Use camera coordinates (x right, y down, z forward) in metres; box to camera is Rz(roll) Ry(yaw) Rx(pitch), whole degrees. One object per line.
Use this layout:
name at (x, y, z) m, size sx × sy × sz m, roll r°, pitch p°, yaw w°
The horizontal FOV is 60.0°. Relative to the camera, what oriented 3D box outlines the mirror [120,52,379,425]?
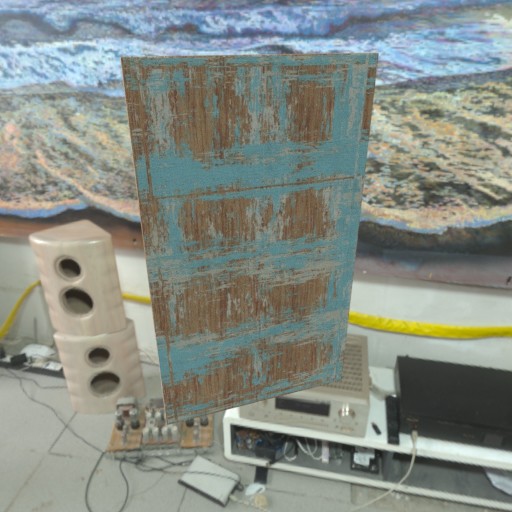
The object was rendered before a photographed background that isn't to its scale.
mirror at (0.000, 0.000, 1.464) m, size 0.707 × 1.213 × 0.083 m, roll -9°, pitch 28°, yaw -17°
